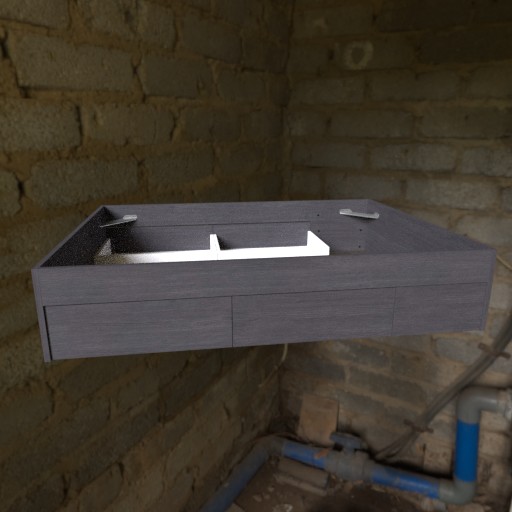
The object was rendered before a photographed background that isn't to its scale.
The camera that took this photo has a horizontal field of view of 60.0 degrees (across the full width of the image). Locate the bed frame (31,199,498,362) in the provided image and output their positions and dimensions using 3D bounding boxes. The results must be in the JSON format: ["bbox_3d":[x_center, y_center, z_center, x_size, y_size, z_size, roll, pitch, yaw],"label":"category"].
[{"bbox_3d":[0.000,0.000,2.563,1.944,0.459,1.448,-2,16,-8],"label":"bed frame"}]
